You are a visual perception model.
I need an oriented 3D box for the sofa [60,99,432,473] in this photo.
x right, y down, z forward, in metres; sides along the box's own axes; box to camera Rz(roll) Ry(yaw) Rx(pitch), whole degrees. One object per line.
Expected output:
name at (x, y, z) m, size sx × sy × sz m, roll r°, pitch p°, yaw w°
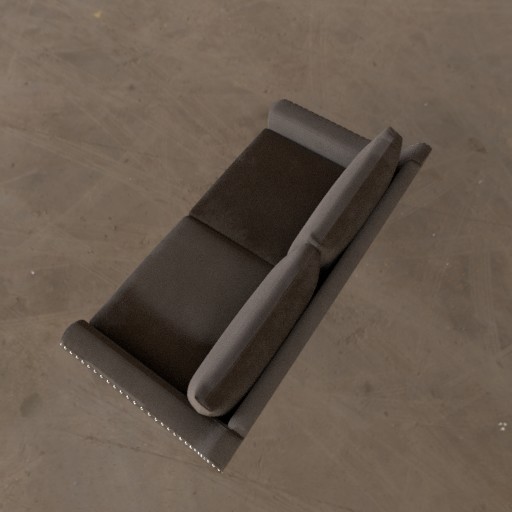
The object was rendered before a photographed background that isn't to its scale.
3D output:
sofa at (0.000, 0.000, 3.210) m, size 1.336 × 1.196 × 2.550 m, roll 32°, pitch 67°, yaw 15°
